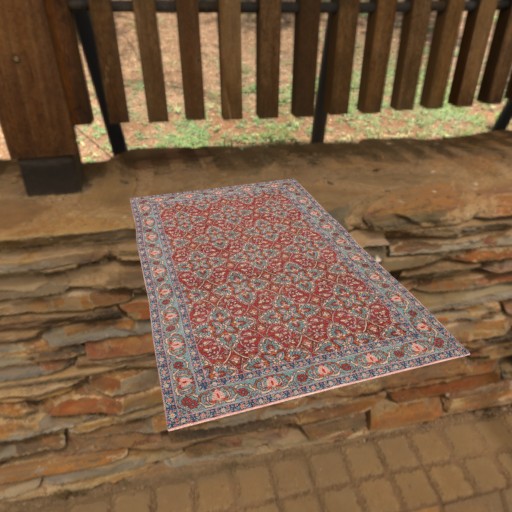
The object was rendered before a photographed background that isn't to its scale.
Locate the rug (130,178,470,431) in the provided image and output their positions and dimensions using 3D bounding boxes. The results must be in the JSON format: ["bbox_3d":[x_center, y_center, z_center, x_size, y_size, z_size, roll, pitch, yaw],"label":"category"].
[{"bbox_3d":[0.000,0.000,3.039,1.533,0.011,2.439,-9,33,-15],"label":"rug"}]
